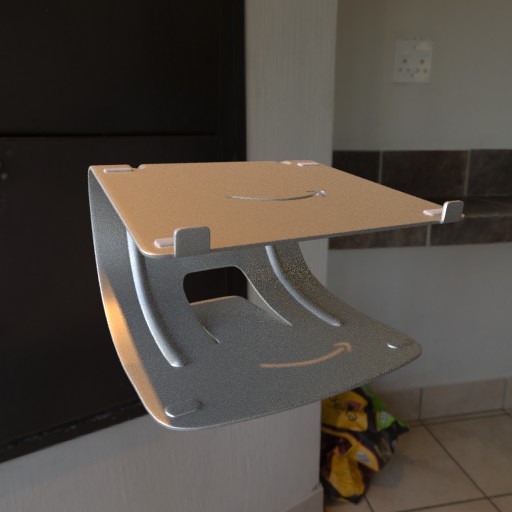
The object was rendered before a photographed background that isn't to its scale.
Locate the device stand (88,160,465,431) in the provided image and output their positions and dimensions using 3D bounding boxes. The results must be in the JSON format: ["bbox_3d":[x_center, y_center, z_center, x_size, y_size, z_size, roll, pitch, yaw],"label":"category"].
[{"bbox_3d":[0.000,0.000,0.393,0.256,0.155,0.236,-8,17,-28],"label":"device stand"}]
